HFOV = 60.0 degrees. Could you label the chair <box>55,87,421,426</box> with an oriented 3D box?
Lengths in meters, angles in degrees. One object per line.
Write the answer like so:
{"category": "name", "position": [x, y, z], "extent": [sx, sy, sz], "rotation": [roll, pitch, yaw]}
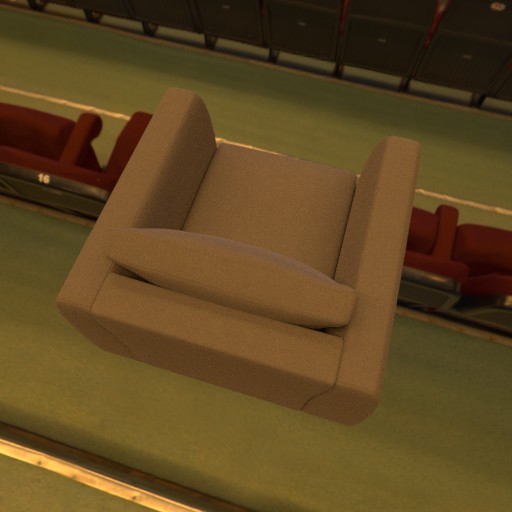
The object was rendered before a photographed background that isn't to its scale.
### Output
{"category": "chair", "position": [0.000, 0.000, 1.654], "extent": [1.000, 0.860, 0.930], "rotation": [15, 65, 7]}
